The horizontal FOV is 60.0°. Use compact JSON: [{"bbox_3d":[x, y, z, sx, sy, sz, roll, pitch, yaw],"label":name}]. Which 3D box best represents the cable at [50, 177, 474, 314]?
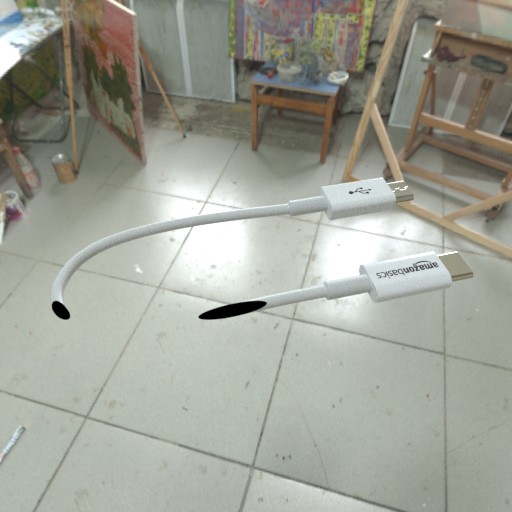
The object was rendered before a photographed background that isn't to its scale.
[{"bbox_3d":[0.000,0.000,0.111,0.098,0.006,0.040,-10,48,-9],"label":"cable"}]
